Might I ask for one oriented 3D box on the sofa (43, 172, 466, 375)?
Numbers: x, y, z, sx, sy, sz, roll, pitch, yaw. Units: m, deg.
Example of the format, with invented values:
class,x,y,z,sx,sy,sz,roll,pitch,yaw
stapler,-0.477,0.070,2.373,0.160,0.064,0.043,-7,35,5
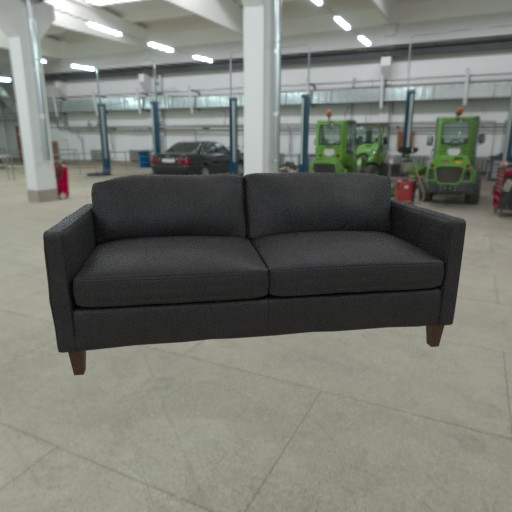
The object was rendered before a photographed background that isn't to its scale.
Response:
class,x,y,z,sx,sy,sz,roll,pitch,yaw
sofa,0.000,0.000,2.458,1.971,0.863,0.933,-2,15,-9
